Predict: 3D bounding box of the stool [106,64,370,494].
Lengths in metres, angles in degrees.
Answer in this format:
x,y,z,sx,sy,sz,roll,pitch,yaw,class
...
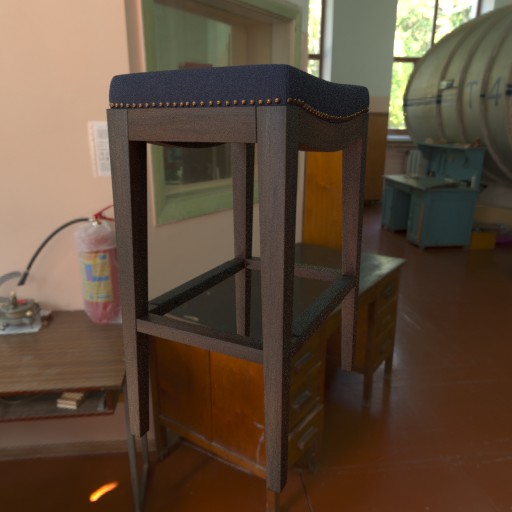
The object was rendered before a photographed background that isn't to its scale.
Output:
x,y,z,sx,sy,sz,roll,pitch,yaw,class
0.000,0.000,0.994,0.358,0.740,0.498,8,19,26,stool
